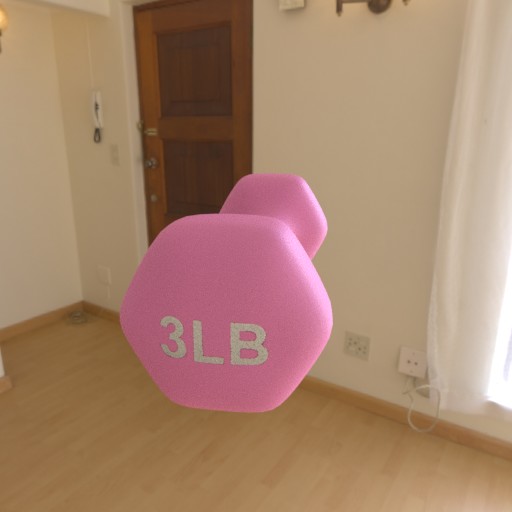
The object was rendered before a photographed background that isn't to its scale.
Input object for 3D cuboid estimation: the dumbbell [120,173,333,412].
[{"bbox_3d":[0.000,0.000,0.192,0.064,0.058,0.159,2,16,8],"label":"dumbbell"}]
